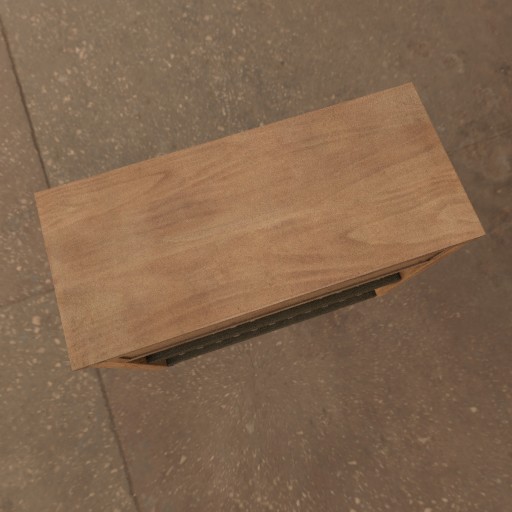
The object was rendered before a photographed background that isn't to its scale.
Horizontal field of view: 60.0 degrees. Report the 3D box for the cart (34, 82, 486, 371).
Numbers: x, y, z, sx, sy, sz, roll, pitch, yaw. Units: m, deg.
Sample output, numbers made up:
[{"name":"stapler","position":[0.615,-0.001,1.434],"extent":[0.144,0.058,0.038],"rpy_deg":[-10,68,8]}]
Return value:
[{"name":"cart","position":[0.000,0.000,0.957],"extent":[0.686,0.554,0.298],"rpy_deg":[-18,76,-5]}]
